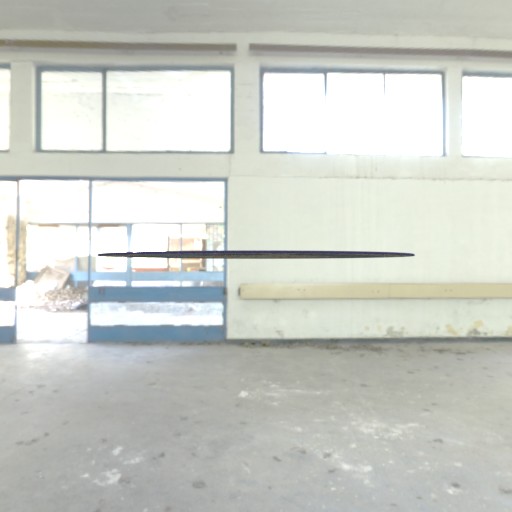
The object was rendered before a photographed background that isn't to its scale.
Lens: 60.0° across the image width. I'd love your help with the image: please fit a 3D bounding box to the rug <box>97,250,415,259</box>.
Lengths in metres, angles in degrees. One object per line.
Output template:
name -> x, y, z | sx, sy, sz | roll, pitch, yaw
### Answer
rug -> 0.000, 0.000, 3.535 | 2.386, 0.014, 2.386 | 0, -1, 0
